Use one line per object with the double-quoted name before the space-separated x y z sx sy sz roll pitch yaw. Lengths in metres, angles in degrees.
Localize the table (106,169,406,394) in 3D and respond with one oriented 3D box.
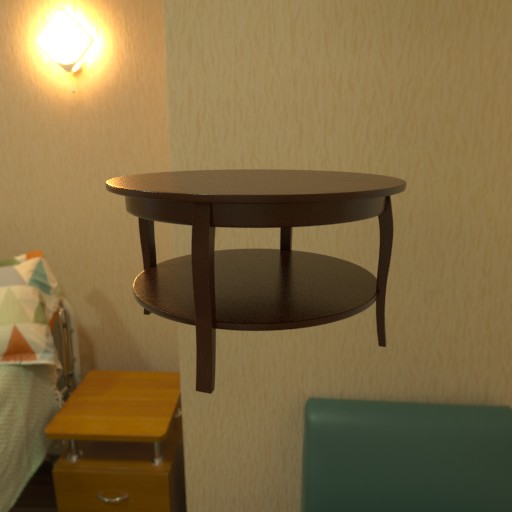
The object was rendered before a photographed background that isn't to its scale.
"table" 0.000 0.000 1.475 0.911 0.512 0.911 0 15 0
